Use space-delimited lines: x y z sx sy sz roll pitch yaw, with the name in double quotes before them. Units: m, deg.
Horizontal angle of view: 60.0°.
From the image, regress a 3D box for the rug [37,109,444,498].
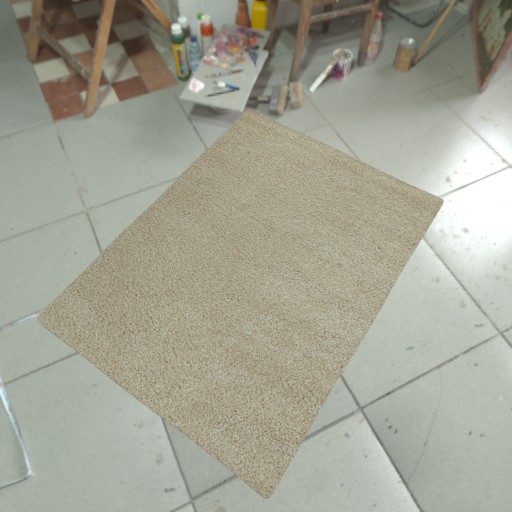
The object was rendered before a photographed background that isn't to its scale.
"rug" 0.000 0.000 2.061 1.199 0.025 1.600 30 64 17
